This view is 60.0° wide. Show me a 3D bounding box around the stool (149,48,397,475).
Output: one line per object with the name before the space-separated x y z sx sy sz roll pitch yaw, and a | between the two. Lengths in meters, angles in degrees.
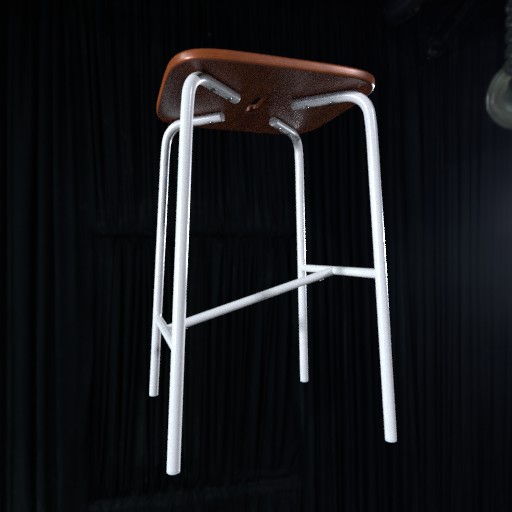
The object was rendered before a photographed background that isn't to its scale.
stool | 0.000 0.000 0.851 0.376 0.610 0.376 0 0 -17
